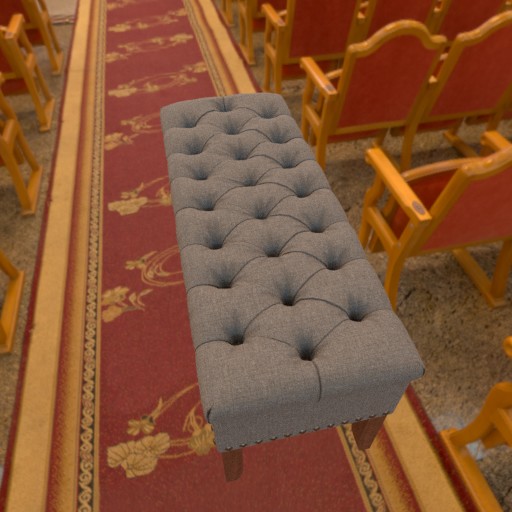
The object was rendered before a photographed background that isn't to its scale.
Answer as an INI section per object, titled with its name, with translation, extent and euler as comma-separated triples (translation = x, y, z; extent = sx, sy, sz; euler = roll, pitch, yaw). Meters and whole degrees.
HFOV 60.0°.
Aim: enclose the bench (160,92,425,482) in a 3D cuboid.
[bench]
translation = 0.000, 0.000, 1.271
extent = 0.417, 0.470, 1.052
euler = -9, 48, -8
